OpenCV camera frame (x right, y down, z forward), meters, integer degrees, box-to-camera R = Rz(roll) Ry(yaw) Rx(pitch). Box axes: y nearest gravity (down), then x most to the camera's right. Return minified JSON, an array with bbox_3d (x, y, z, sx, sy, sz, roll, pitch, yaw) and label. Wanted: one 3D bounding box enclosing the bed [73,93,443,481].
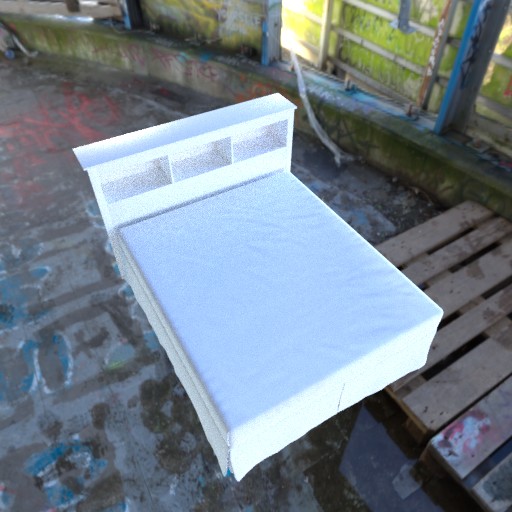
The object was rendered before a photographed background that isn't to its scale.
[{"bbox_3d":[0.000,0.000,3.086,1.671,1.092,2.133,-23,50,-21],"label":"bed"}]
